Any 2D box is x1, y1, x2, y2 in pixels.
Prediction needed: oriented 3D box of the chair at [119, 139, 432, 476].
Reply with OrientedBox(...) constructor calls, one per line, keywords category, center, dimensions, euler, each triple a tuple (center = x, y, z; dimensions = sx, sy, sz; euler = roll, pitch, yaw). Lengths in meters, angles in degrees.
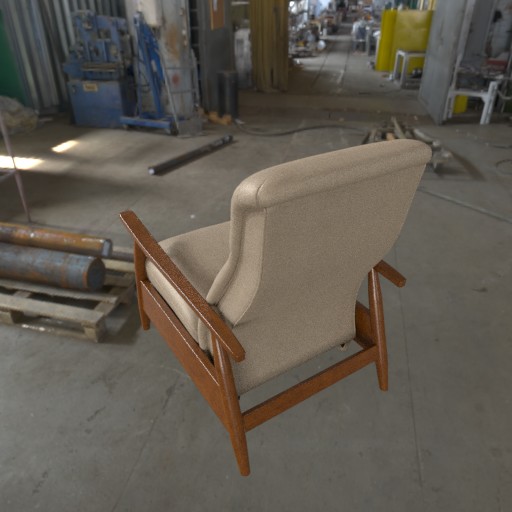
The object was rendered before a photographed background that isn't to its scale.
OrientedBox(category="chair", center=(0.000, 0.000, 1.784), dimensions=(0.762, 1.082, 1.032), euler=(-19, 35, -28))
